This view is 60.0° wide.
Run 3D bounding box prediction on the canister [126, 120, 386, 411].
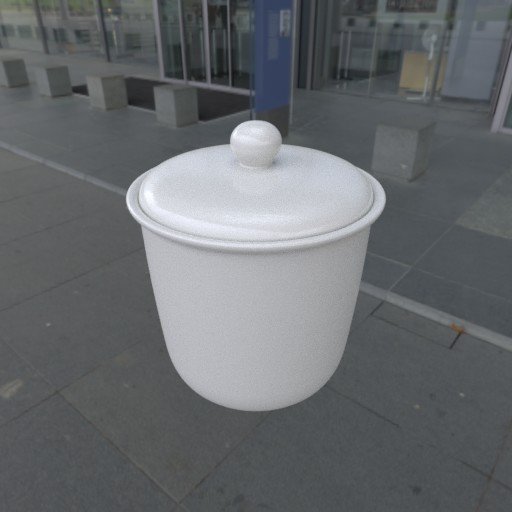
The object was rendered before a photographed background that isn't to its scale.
[{"bbox_3d":[0.000,0.000,0.349,0.182,0.208,0.182,0,30,0],"label":"canister"}]
